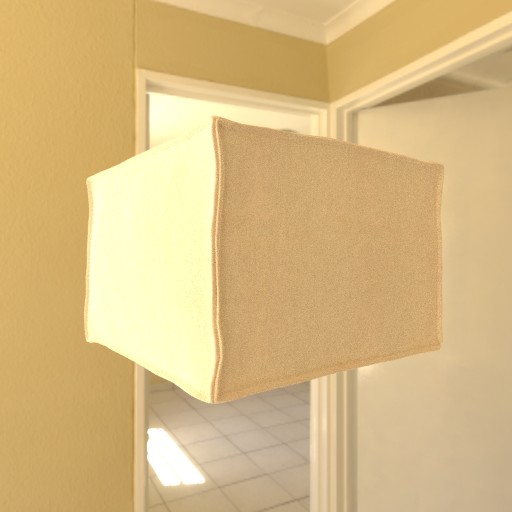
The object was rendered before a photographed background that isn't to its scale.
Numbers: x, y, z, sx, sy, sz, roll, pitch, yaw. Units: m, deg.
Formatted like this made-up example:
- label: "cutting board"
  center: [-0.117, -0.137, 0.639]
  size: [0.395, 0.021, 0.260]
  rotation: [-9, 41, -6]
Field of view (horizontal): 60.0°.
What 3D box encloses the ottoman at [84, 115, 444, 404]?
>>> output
- label: "ottoman"
  center: [0.000, 0.000, 1.144]
  size: [0.707, 0.470, 0.696]
  rotation: [0, 0, -38]
